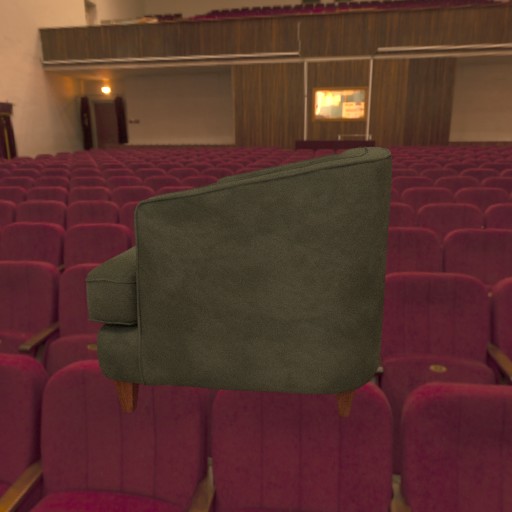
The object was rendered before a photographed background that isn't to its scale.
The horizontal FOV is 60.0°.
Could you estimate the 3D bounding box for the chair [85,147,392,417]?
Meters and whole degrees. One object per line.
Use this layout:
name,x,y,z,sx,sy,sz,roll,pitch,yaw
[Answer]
chair,0.000,0.000,1.785,0.941,0.852,1.104,2,14,9
